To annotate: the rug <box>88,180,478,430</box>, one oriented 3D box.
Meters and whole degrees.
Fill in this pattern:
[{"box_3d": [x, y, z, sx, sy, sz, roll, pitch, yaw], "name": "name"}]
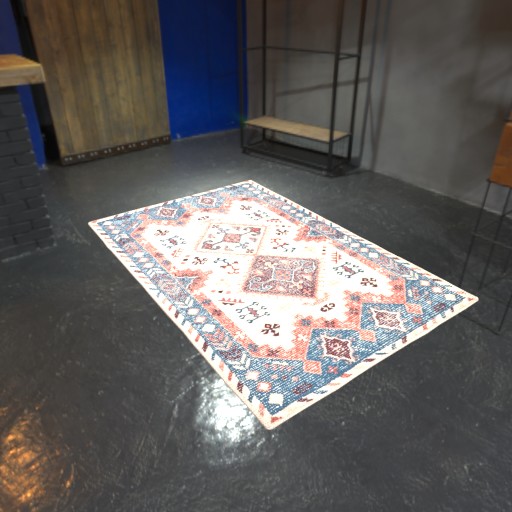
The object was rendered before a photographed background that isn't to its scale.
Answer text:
[{"box_3d": [0.000, 0.000, 2.374, 1.225, 0.015, 1.840, -20, 36, -30], "name": "rug"}]
